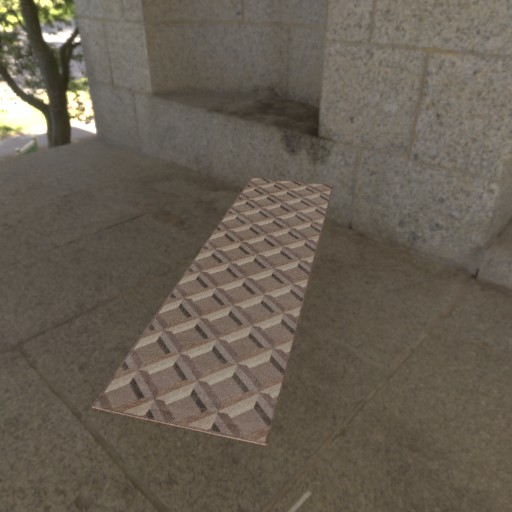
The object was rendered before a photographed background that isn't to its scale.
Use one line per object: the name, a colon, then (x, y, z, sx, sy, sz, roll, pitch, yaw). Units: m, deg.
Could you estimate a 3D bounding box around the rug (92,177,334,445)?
rug: (0.000, 0.000, 2.618, 0.685, 0.013, 2.437, 7, 32, 12)
